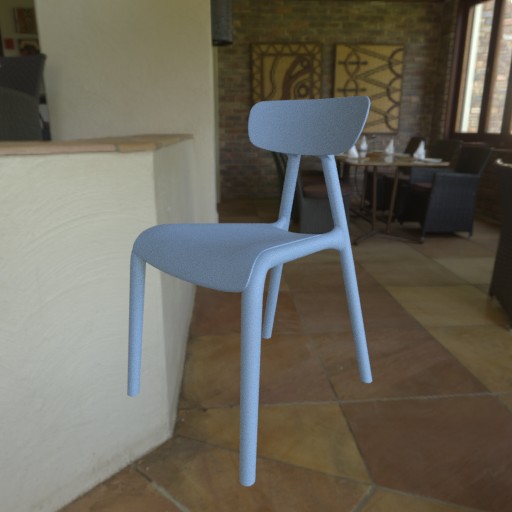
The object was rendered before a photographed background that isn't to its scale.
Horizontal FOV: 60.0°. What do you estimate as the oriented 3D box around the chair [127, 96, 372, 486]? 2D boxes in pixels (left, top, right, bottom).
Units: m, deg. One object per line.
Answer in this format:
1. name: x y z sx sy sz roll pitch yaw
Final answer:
1. chair: 0.000 0.000 0.844 0.356 0.580 0.401 15 22 42
